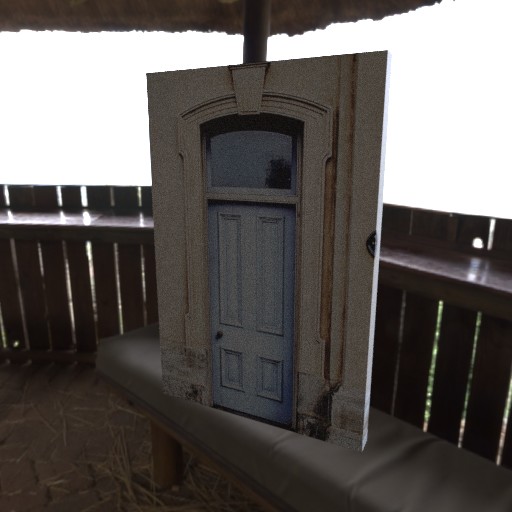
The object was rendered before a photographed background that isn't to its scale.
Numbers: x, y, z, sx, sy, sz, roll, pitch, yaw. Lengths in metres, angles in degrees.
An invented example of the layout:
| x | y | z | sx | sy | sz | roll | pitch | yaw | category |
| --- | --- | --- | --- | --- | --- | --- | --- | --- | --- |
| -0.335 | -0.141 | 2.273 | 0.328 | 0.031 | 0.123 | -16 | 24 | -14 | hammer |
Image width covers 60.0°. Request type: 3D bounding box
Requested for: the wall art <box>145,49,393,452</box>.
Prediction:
| x | y | z | sx | sy | sz | roll | pitch | yaw | category |
| --- | --- | --- | --- | --- | --- | --- | --- | --- | --- |
| 0.000 | 0.000 | 0.754 | 0.403 | 0.607 | 0.036 | 7 | 15 | 26 | wall art |
